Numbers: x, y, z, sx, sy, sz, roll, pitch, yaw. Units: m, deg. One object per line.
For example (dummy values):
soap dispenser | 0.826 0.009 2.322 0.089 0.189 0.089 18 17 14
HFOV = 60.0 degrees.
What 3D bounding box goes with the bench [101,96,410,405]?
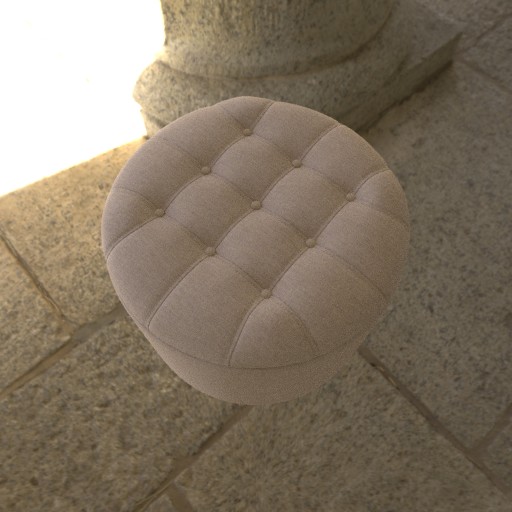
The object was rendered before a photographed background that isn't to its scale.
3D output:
bench | 0.000 0.000 1.017 0.600 0.454 0.600 0 63 0
